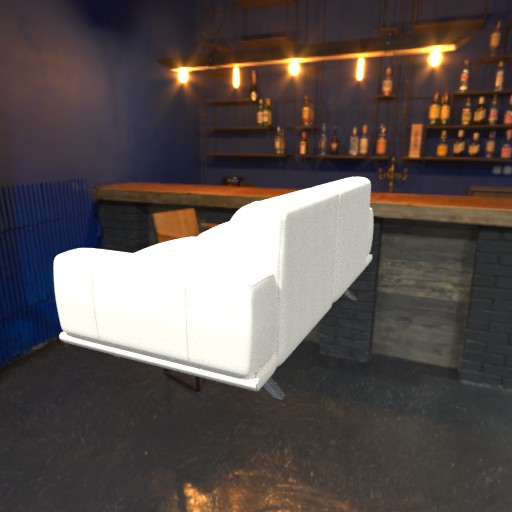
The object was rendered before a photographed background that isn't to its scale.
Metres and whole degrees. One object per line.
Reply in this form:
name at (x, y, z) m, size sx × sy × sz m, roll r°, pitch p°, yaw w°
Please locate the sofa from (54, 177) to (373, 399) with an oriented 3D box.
sofa at (0.000, 0.000, 2.376) m, size 0.900 × 0.772 × 1.901 m, roll 7°, pitch 16°, yaw 25°
